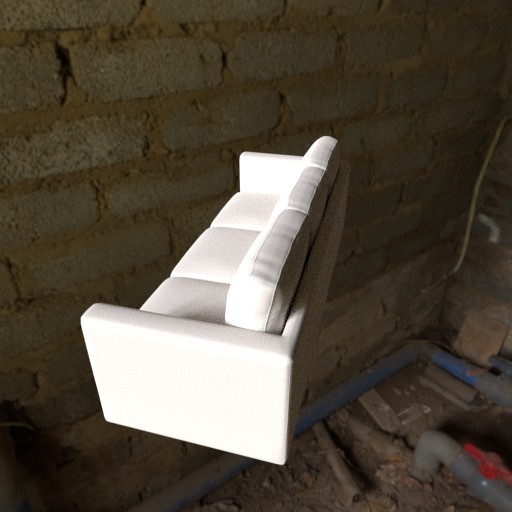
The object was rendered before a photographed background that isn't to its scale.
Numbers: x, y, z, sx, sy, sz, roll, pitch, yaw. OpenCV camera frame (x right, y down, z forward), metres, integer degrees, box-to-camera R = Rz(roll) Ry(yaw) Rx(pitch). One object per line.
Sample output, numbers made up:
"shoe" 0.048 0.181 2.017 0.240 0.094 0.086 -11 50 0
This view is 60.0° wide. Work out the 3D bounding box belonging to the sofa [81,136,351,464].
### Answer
"sofa" 0.000 0.000 2.438 0.802 0.912 2.029 8 31 13
